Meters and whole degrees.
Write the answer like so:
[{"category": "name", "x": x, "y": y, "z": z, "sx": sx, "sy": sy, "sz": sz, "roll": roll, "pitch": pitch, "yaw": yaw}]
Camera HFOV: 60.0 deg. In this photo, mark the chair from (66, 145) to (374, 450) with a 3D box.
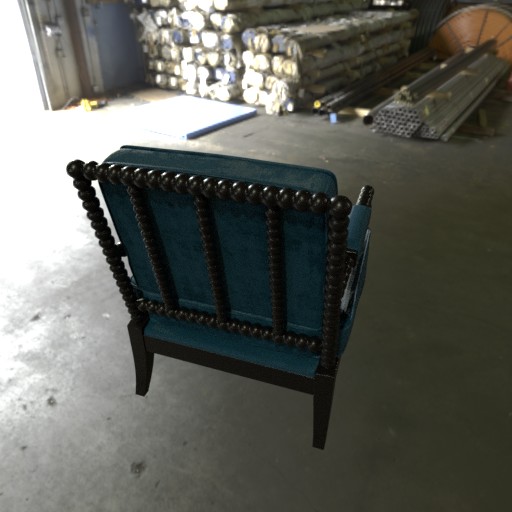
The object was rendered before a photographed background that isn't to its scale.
[{"category": "chair", "x": 0.000, "y": 0.000, "z": 1.432, "sx": 0.688, "sy": 0.857, "sz": 0.805, "roll": 10, "pitch": 34, "yaw": 16}]
